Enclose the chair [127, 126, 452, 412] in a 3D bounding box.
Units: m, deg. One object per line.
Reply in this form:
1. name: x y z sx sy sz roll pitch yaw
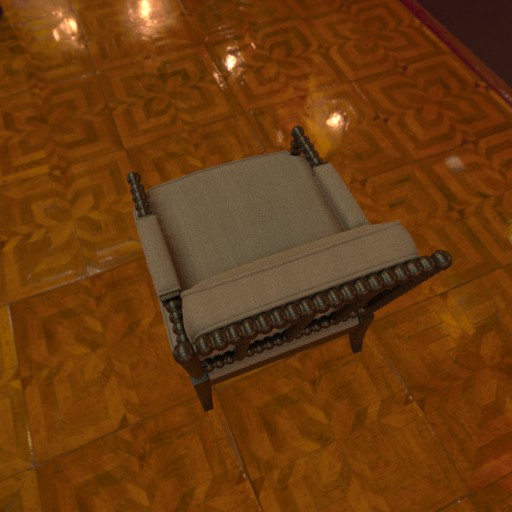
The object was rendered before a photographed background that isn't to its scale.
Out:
1. chair: 0.000 0.000 1.129 0.540 0.661 0.622 -18 61 -10
